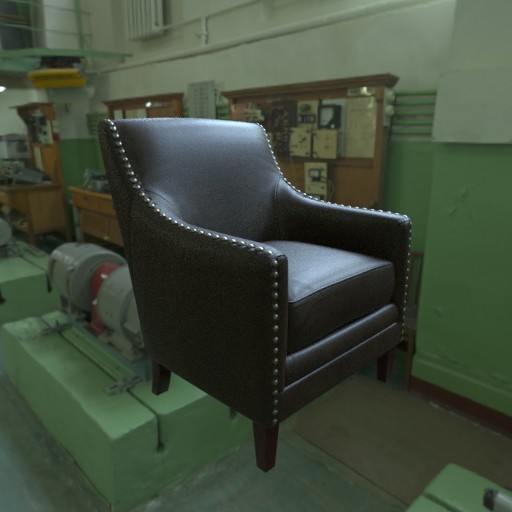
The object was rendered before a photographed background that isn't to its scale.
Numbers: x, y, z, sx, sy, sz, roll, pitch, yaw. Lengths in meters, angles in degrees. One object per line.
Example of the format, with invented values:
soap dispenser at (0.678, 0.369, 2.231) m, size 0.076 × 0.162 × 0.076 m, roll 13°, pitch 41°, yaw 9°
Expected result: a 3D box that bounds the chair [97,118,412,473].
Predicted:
chair at (0.000, 0.000, 1.342) m, size 0.704 × 0.813 × 0.639 m, roll 15°, pitch 21°, yaw 43°
